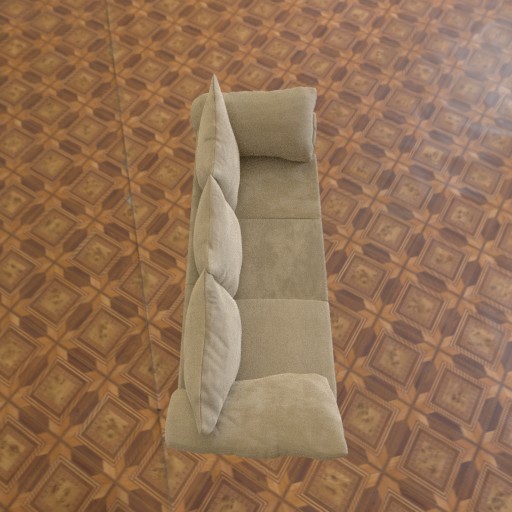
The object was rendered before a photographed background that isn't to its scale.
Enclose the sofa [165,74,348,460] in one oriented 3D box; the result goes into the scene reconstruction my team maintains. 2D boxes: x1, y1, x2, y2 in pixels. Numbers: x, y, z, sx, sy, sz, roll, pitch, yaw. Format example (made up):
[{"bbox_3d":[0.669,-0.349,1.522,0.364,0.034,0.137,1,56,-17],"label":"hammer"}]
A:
[{"bbox_3d":[0.000,0.000,2.810,0.893,0.981,2.377,0,63,0],"label":"sofa"}]
